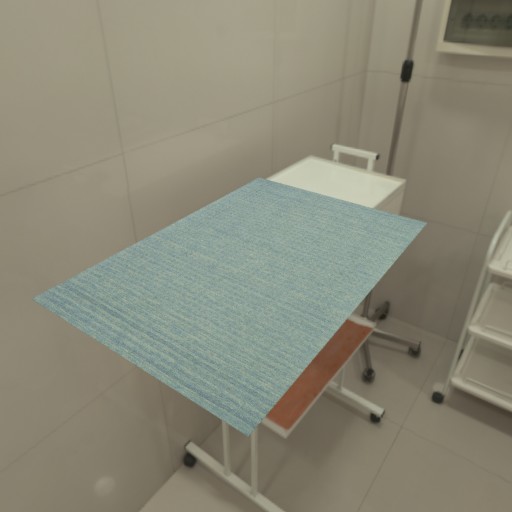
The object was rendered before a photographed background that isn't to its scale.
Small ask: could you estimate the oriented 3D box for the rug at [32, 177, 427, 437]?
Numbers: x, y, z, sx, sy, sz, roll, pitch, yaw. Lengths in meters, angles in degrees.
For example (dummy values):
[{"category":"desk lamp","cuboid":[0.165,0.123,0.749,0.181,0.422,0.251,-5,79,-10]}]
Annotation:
[{"category":"rug","cuboid":[0.000,0.000,3.765,1.982,0.006,2.895,21,37,30]}]
